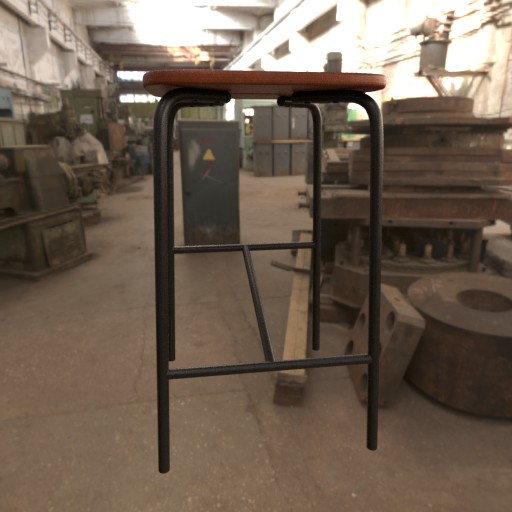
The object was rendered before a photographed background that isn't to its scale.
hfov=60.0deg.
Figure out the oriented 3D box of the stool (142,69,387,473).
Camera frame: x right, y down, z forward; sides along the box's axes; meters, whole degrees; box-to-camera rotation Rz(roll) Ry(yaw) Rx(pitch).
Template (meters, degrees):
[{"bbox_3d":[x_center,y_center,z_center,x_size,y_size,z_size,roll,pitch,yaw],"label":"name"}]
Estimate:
[{"bbox_3d":[0.000,0.000,0.835,0.376,0.610,0.376,-2,17,-8],"label":"stool"}]
